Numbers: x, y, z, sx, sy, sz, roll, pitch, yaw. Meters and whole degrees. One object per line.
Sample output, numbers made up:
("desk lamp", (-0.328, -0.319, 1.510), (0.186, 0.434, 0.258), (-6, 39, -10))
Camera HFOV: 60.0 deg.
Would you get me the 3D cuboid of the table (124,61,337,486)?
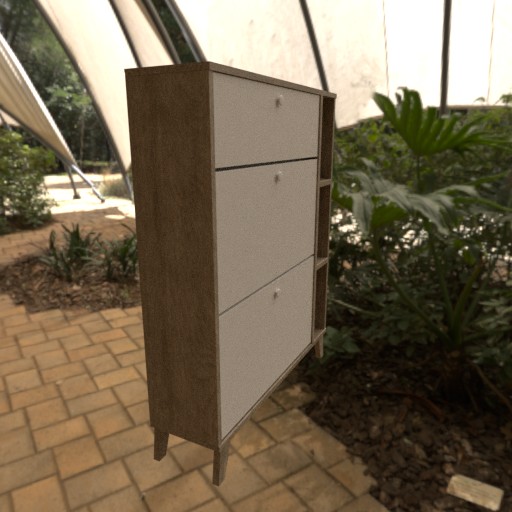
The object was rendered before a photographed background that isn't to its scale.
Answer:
("table", (0.000, 0.000, 1.563), (0.256, 1.135, 0.902), (8, 17, 27))
